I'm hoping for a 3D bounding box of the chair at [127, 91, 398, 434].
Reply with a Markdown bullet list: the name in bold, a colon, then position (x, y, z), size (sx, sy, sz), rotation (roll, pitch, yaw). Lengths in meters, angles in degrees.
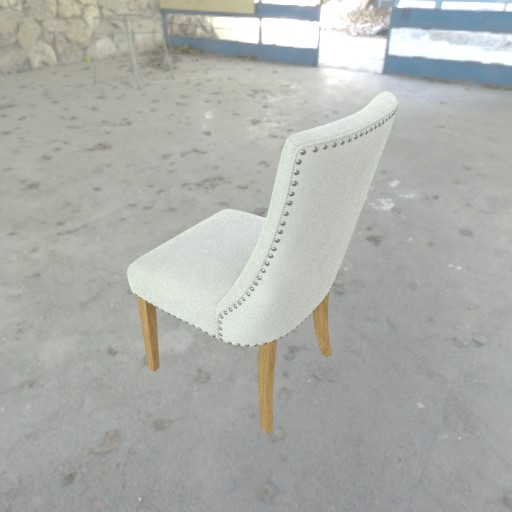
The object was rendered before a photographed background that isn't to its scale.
- **chair**: position (0.000, 0.000, 1.289), size (0.610, 0.902, 0.495), rotation (21, 37, 29)
